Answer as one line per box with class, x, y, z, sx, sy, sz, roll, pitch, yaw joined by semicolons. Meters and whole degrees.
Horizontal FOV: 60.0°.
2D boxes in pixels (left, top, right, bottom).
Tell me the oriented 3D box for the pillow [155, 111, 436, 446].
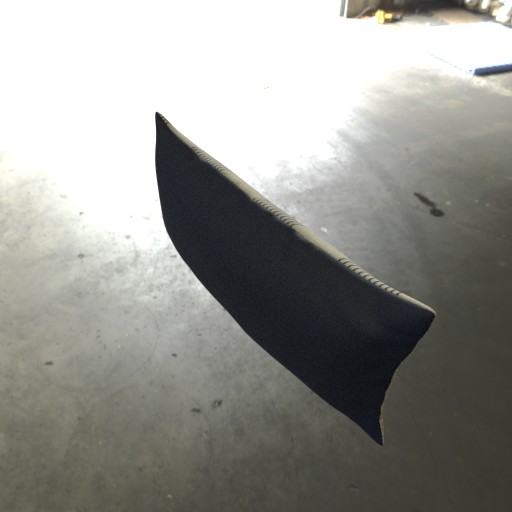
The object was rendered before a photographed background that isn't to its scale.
pillow;0.000;0.000;0.717;0.151;0.287;0.610;-26;48;-26
